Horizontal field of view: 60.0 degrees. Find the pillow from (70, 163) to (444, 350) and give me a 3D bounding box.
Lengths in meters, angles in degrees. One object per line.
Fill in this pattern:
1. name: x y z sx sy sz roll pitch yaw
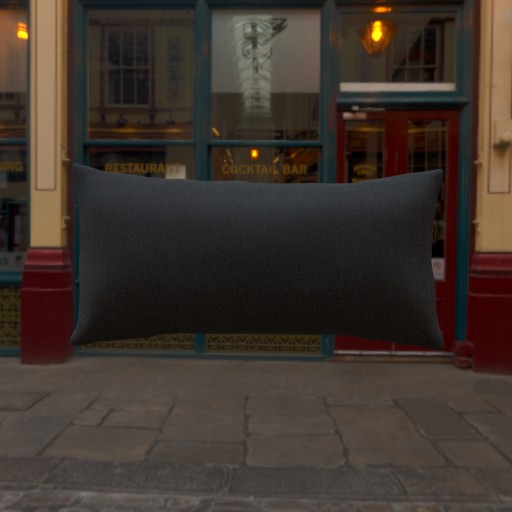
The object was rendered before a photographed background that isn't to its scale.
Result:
1. pillow: 0.000 0.000 0.726 0.609 0.305 0.151 0 0 1
